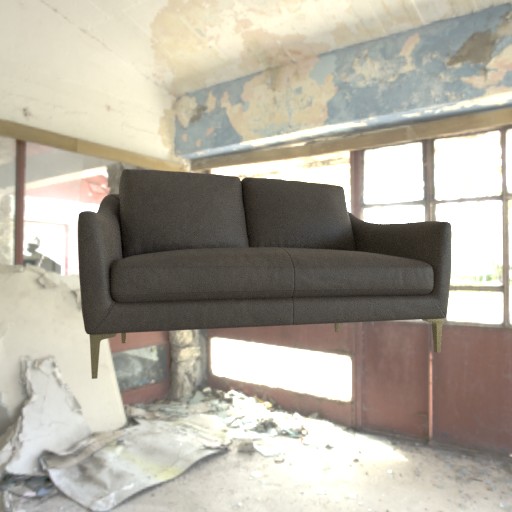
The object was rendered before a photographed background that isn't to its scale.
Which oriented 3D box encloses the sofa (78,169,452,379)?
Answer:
[{"bbox_3d":[0.000,0.000,2.228,1.619,0.902,0.960,0,-1,-19],"label":"sofa"}]
